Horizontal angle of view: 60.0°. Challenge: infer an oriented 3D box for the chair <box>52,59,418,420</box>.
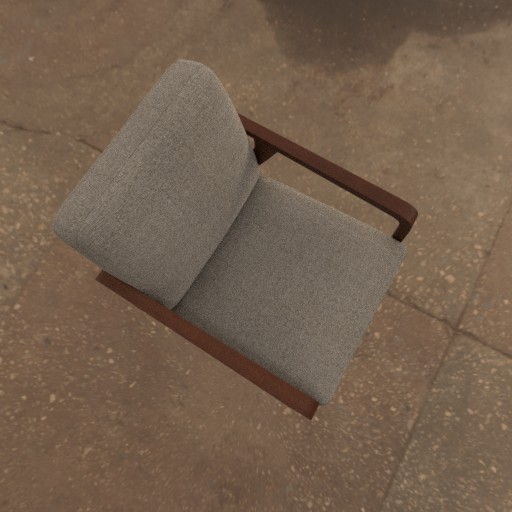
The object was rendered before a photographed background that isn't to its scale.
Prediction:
[{"bbox_3d":[0.000,0.000,1.448,0.858,0.847,0.704,30,76,8],"label":"chair"}]
